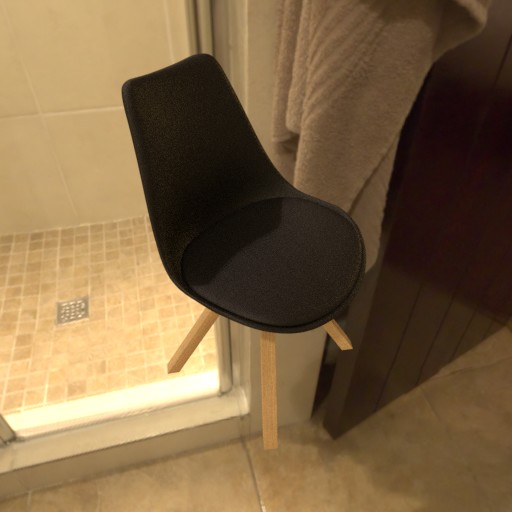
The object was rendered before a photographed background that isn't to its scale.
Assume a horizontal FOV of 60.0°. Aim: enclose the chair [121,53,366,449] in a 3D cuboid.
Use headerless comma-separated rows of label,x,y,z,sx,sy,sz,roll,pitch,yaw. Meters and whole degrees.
chair,0.000,0.000,1.148,0.549,0.850,0.485,28,49,27
